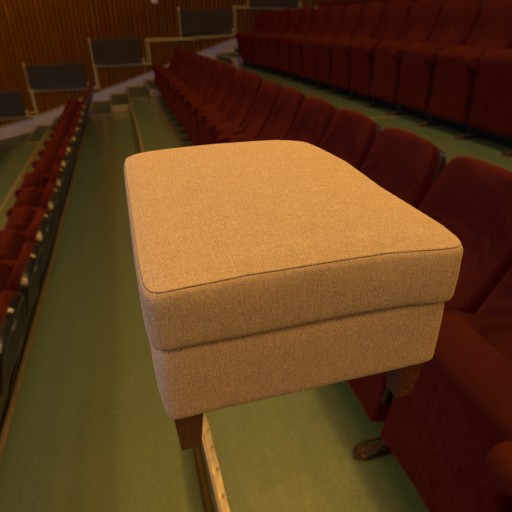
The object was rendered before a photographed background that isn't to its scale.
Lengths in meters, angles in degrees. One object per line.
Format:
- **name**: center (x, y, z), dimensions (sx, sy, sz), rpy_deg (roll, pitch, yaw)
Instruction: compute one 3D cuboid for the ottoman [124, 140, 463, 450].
- **ottoman**: center (0.000, 0.000, 1.297), dimensions (0.677, 0.519, 0.898), rpy_deg (-8, 30, -15)
